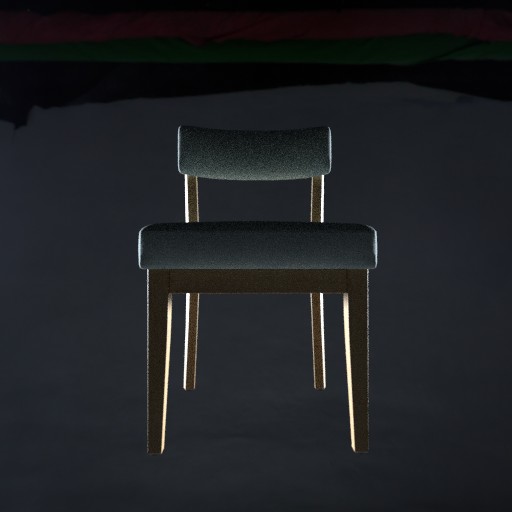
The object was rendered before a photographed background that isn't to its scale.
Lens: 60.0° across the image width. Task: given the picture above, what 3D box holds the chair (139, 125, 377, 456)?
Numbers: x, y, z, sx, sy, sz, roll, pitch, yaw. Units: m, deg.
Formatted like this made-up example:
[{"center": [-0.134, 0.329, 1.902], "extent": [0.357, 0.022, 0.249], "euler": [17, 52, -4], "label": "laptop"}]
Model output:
[{"center": [0.000, 0.000, 1.192], "extent": [0.508, 0.832, 0.572], "euler": [0, 0, -1], "label": "chair"}]
